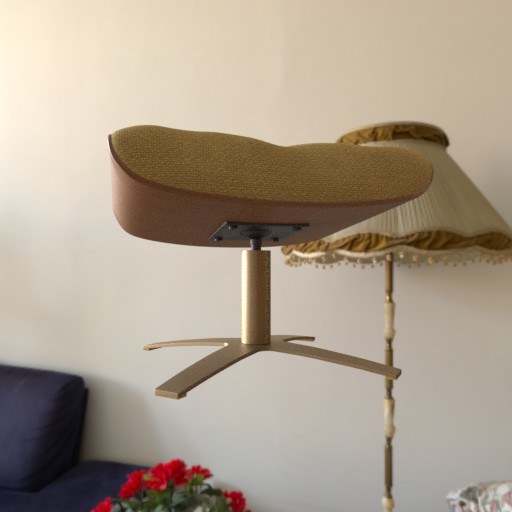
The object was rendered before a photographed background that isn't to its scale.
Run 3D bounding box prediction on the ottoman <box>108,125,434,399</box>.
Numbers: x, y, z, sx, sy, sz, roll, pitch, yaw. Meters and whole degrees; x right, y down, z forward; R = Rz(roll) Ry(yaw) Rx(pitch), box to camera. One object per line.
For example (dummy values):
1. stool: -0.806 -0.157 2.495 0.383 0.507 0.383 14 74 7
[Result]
1. ottoman: 0.000 0.000 0.830 0.520 0.391 0.394 0 -1 -17
